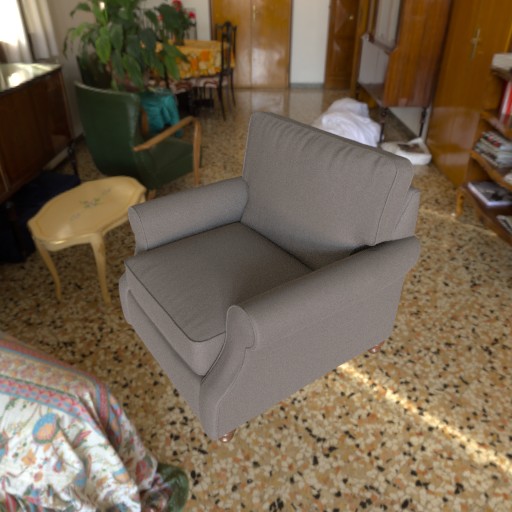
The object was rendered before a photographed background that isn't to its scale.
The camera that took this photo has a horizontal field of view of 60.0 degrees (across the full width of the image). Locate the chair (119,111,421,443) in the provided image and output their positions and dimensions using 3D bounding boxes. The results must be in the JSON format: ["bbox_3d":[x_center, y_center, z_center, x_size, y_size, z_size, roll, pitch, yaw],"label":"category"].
[{"bbox_3d":[0.000,0.000,1.858,0.966,0.967,1.029,-20,37,-29],"label":"chair"}]
